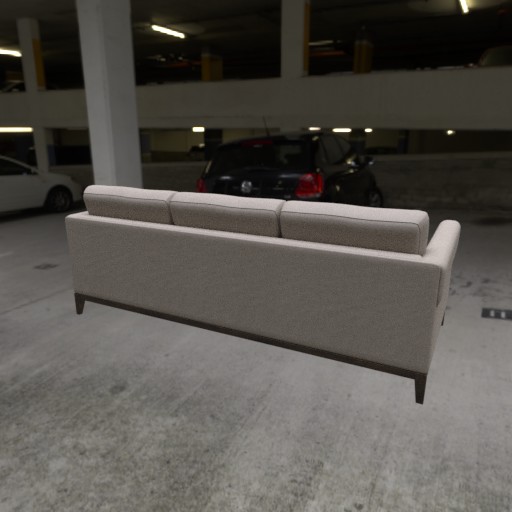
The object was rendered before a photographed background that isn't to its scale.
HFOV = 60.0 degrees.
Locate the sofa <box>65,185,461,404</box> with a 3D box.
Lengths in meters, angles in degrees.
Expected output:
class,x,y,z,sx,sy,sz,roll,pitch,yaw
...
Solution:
class,x,y,z,sx,sy,sz,roll,pitch,yaw
sofa,0.000,0.000,2.733,2.210,0.838,0.959,8,18,26
